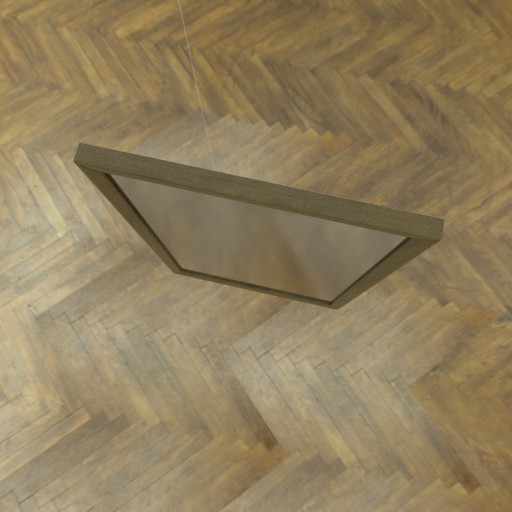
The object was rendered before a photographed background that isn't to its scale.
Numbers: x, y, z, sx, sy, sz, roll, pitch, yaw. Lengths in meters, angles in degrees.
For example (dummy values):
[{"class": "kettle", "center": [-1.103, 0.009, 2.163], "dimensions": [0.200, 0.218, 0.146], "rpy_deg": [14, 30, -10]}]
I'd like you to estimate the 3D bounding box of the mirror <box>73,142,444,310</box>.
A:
[{"class": "mirror", "center": [0.000, 0.000, 1.162], "dimensions": [0.609, 0.915, 0.040], "rpy_deg": [12, 76, 3]}]
